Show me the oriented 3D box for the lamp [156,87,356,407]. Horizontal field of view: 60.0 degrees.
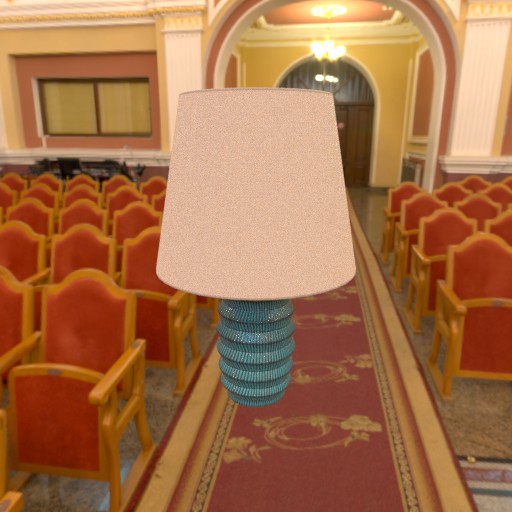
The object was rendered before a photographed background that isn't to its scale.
[{"bbox_3d":[0.000,0.000,0.574,0.254,0.392,0.254,0,15,0],"label":"lamp"}]
